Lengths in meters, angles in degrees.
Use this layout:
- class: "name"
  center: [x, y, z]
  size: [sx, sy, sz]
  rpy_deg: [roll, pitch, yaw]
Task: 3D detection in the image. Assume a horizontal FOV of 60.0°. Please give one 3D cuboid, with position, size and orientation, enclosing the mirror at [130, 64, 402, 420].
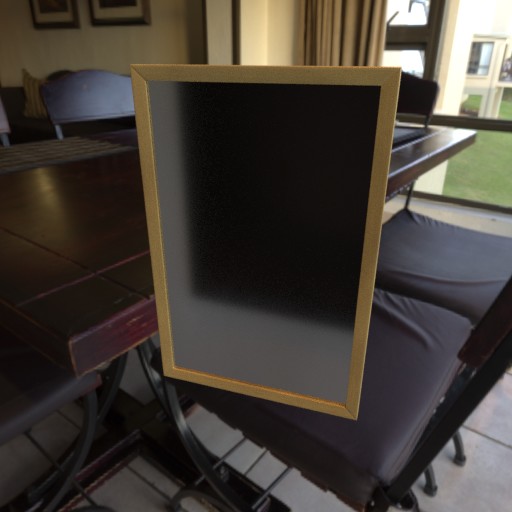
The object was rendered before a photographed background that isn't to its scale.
- class: "mirror"
  center: [0.000, 0.000, 1.158]
  size: [0.609, 0.915, 0.040]
  rpy_deg: [8, 26, 16]
